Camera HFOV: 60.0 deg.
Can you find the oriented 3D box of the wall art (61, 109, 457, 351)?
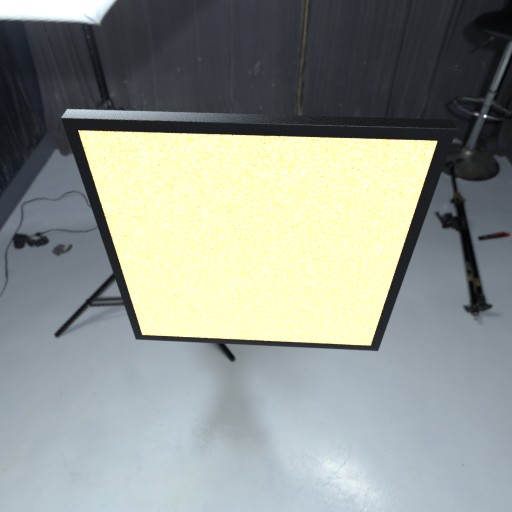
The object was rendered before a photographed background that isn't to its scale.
[{"bbox_3d":[0.000,0.000,1.126,0.756,0.755,0.036,2,45,2],"label":"wall art"}]
